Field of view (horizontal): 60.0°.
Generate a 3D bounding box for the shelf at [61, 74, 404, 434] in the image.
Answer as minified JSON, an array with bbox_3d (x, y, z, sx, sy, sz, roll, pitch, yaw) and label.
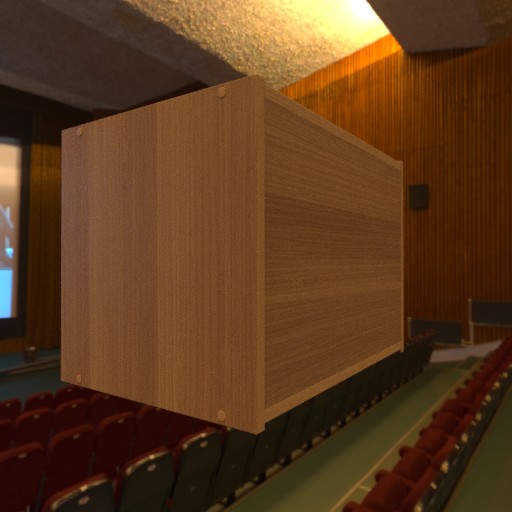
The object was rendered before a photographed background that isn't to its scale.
[{"bbox_3d":[0.000,0.000,0.627,0.290,0.305,0.415,0,-1,35],"label":"shelf"}]
